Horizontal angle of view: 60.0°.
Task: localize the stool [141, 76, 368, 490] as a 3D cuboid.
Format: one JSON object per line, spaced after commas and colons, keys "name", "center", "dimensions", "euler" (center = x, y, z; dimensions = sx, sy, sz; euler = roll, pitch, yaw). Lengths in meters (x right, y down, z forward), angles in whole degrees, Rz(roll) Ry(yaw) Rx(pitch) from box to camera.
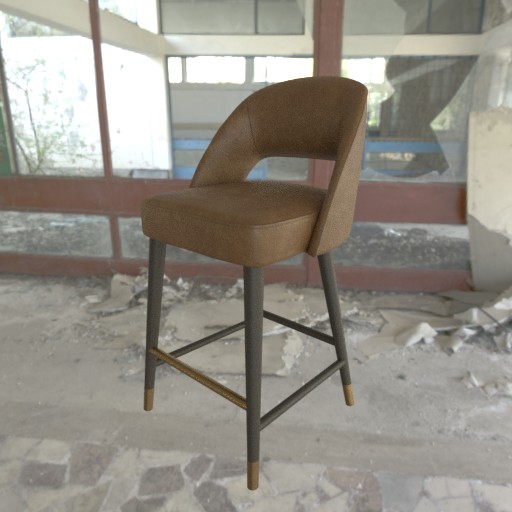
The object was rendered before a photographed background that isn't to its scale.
{"name": "stool", "center": [0.000, 0.000, 1.209], "dimensions": [0.494, 0.940, 0.509], "euler": [16, 23, 41]}
